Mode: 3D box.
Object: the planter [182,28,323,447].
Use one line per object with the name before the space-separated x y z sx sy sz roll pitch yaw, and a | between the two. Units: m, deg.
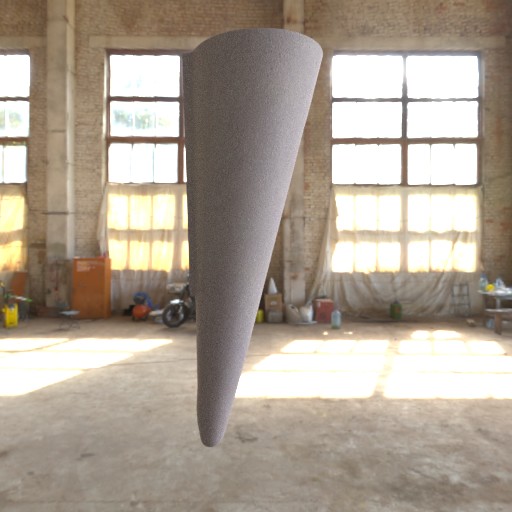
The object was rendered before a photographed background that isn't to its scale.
planter | 0.000 0.000 0.290 0.087 0.259 0.078 0 0 19
